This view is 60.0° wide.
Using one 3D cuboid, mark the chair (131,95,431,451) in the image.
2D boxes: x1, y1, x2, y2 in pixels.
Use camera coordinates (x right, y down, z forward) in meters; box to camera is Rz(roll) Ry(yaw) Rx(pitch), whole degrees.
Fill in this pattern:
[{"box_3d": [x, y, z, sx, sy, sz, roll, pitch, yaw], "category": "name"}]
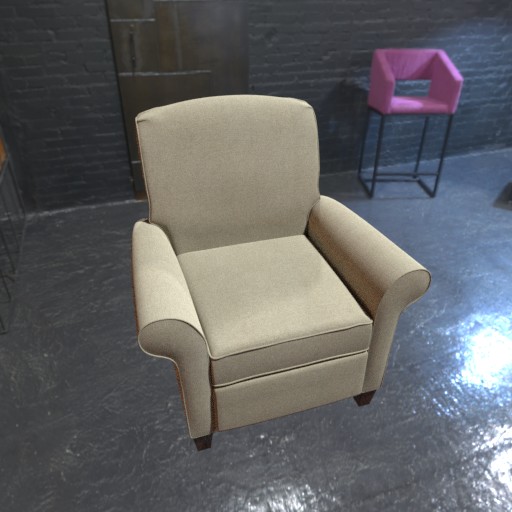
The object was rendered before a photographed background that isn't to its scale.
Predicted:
[{"box_3d": [0.000, 0.000, 1.760, 0.978, 1.061, 0.905, -9, 33, -15], "category": "chair"}]
